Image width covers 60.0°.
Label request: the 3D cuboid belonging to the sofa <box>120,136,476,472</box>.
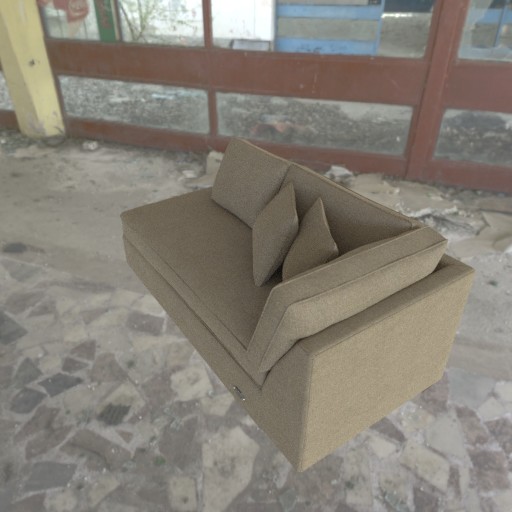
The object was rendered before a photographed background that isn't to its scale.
[{"bbox_3d":[0.000,0.000,2.835,1.110,1.019,2.238,-20,37,-29],"label":"sofa"}]
